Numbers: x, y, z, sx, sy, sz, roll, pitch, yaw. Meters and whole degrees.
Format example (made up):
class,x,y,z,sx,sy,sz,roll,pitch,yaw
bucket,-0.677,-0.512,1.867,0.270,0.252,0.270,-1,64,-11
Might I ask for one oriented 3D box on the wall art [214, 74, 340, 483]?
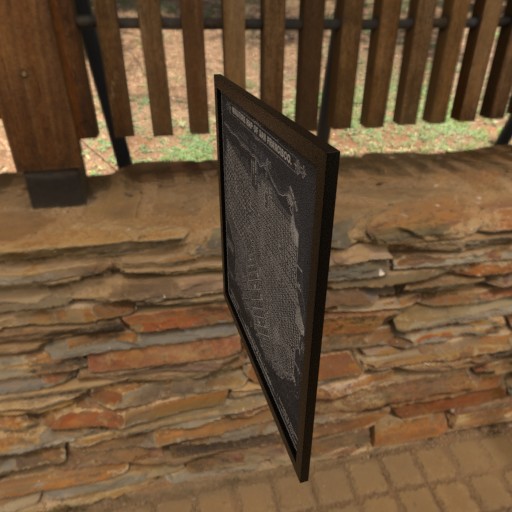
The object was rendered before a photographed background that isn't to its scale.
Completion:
class,x,y,z,sx,sy,sz,roll,pitch,yaw
wall art,0.000,0.000,0.677,0.012,0.458,0.457,-9,31,-14
